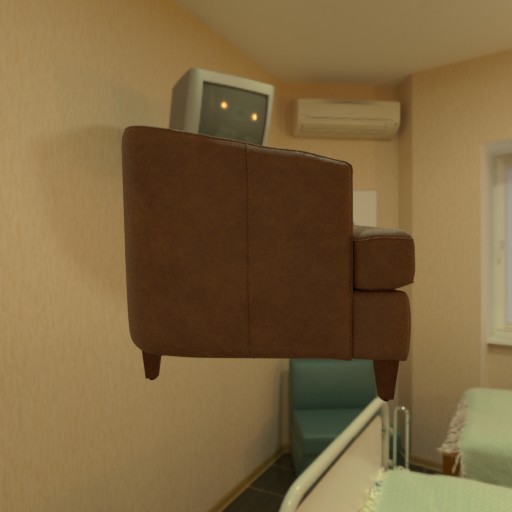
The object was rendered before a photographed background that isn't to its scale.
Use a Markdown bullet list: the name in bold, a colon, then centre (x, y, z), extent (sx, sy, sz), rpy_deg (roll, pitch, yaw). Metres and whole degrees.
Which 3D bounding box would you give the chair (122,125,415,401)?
- **chair**: centre (0.000, 0.000, 1.769), extent (0.911, 0.836, 1.119), rpy_deg (0, 0, 0)
